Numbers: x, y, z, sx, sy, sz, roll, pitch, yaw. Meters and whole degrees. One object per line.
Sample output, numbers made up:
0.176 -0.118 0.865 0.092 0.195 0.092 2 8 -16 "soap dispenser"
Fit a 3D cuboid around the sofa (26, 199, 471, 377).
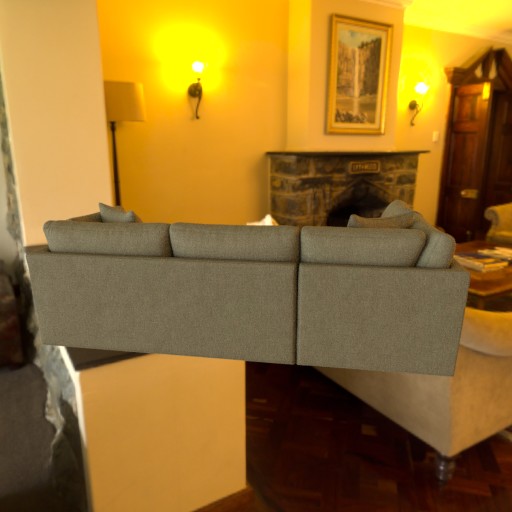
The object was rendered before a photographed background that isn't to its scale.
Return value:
0.000 0.000 3.815 2.896 0.978 1.994 2 14 9 "sofa"
